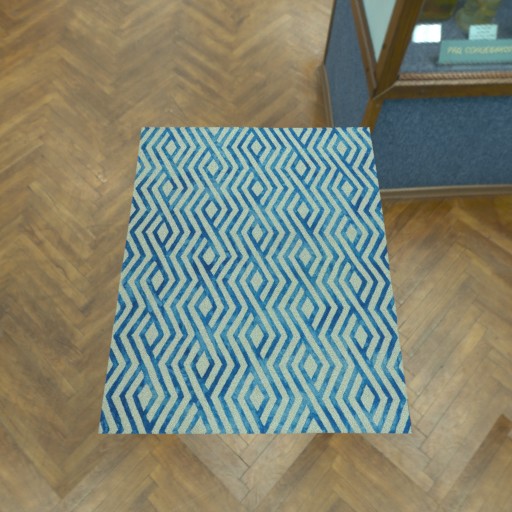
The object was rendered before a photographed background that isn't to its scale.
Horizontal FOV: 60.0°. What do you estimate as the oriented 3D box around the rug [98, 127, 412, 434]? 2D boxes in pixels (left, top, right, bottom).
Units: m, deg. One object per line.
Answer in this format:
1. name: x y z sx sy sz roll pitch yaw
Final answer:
1. rug: 0.000 0.000 4.100 2.453 0.008 3.059 0 65 0
